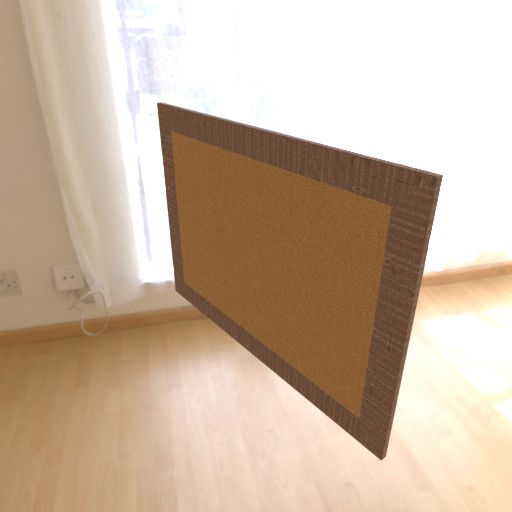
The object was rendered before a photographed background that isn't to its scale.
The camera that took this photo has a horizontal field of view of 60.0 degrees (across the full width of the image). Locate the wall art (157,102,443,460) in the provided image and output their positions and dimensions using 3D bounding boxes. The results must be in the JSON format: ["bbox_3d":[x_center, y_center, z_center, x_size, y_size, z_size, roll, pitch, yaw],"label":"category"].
[{"bbox_3d":[0.000,0.000,1.337,0.020,0.761,1.056,-21,34,-34],"label":"wall art"}]
